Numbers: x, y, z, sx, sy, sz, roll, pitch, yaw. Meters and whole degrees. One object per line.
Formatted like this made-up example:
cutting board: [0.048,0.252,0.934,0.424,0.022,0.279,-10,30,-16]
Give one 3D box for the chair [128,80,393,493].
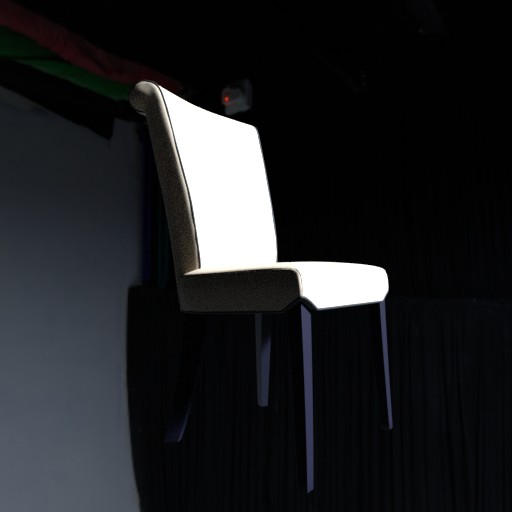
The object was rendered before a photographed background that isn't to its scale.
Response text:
chair: [0.000,0.000,1.295,0.623,0.997,0.522,-2,-3,37]
